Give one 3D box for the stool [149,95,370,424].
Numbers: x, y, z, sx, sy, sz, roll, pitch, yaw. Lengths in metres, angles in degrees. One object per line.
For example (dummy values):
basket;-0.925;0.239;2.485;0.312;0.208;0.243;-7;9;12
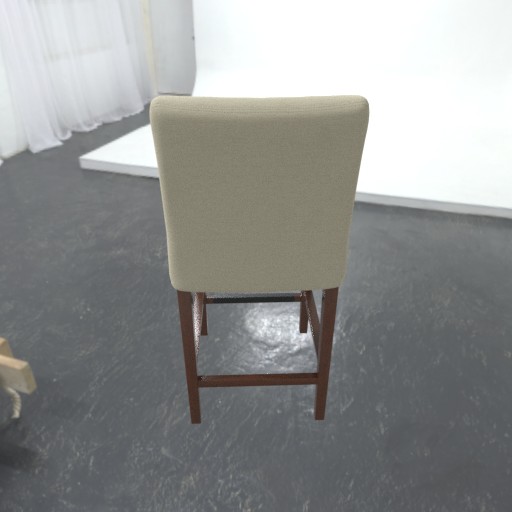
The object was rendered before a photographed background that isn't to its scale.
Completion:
stool;0.000;0.000;1.287;0.470;0.981;0.577;-1;31;-2
